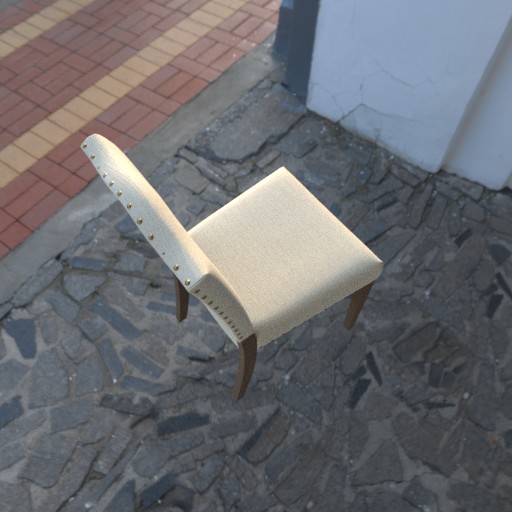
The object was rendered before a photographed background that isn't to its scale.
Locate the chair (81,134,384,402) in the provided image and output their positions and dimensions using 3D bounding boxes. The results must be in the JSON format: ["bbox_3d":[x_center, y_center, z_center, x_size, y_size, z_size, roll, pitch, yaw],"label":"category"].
[{"bbox_3d":[0.000,0.000,1.336,0.619,1.015,0.508,-33,64,-18],"label":"chair"}]
